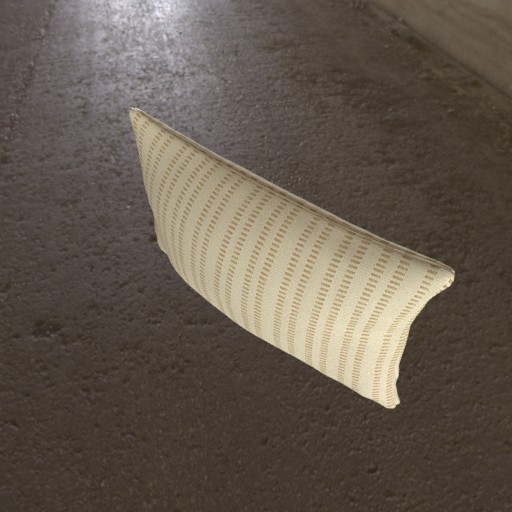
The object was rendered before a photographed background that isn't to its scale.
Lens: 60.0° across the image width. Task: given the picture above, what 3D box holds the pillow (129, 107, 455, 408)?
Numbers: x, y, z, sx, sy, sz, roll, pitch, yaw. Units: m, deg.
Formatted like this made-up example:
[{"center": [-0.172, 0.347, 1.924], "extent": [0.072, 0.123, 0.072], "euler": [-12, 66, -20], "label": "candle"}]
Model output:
[{"center": [0.000, 0.000, 0.796], "extent": [0.640, 0.353, 0.210], "euler": [32, 54, 27], "label": "pillow"}]
